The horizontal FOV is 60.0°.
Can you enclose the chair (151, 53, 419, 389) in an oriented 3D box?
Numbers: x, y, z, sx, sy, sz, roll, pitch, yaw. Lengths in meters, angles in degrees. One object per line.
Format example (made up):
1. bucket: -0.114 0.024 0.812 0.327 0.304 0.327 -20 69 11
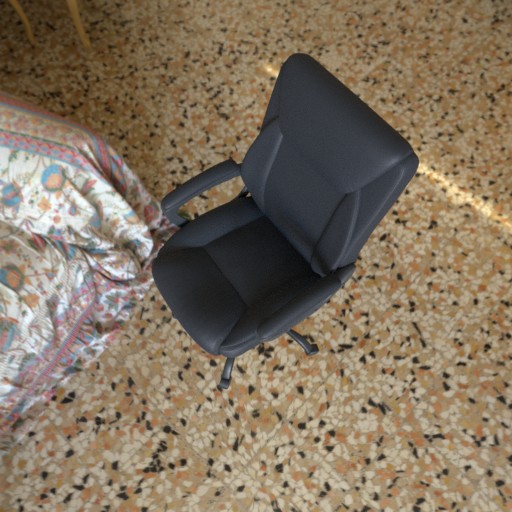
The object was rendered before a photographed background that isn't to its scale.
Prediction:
1. chair: 0.000 0.000 1.476 0.655 1.072 0.615 -33 68 -15
